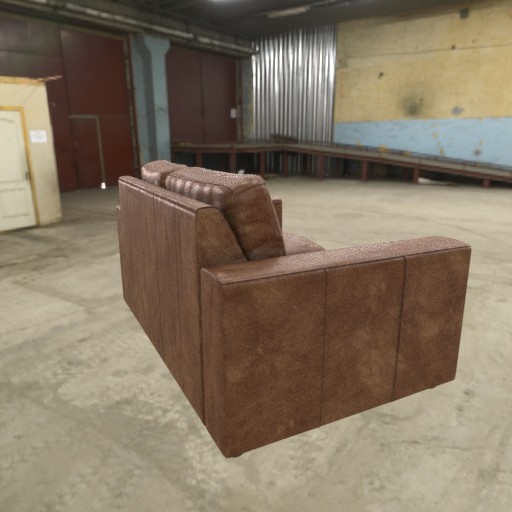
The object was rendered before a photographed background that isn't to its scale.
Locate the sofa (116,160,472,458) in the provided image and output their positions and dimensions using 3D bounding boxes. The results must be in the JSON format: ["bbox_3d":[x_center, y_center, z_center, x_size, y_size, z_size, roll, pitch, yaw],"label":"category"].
[{"bbox_3d":[0.000,0.000,2.188,1.041,0.889,1.626,-8,17,-26],"label":"sofa"}]
